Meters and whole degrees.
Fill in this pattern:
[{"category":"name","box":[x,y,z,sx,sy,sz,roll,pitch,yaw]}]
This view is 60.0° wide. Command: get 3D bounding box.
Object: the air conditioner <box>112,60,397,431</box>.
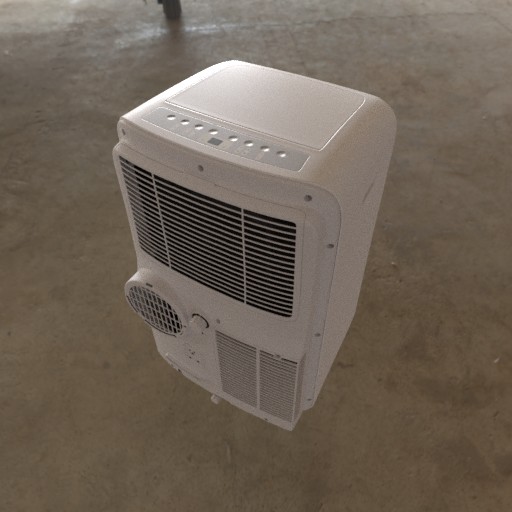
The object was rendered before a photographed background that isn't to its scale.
[{"category":"air conditioner","box":[0.000,0.000,1.052,0.478,0.765,0.467,23,51,20]}]
